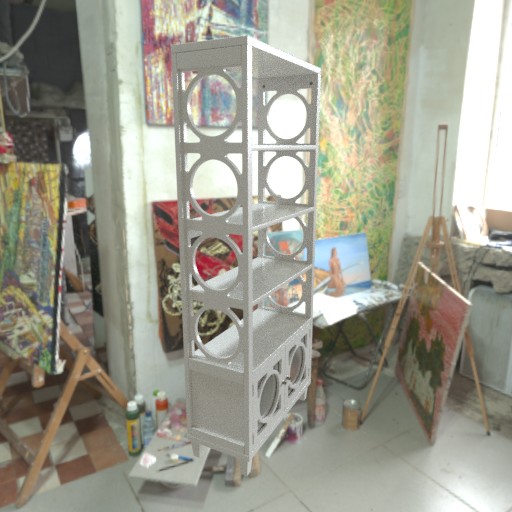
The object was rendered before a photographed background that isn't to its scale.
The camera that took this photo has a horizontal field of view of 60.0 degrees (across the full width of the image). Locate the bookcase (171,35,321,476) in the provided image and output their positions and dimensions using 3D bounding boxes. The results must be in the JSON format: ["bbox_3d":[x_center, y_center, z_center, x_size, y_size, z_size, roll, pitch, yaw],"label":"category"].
[{"bbox_3d":[0.000,0.000,2.157,0.361,1.869,0.761,7,16,27],"label":"bookcase"}]
